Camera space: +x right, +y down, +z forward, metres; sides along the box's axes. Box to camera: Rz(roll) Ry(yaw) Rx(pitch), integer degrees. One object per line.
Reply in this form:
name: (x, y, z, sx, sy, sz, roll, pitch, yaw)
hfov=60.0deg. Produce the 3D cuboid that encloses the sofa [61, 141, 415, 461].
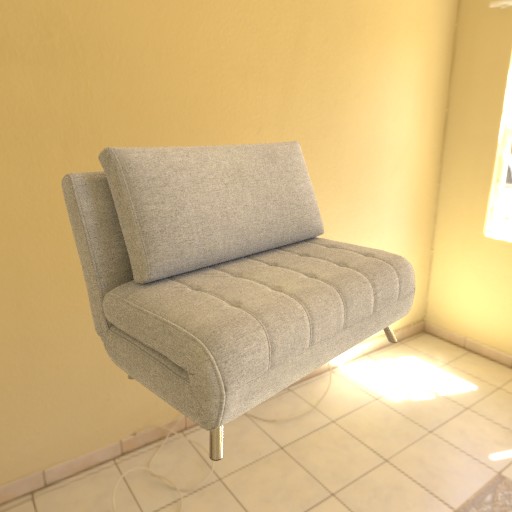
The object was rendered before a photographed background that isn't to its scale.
sofa: (0.000, 0.000, 1.872, 1.220, 0.910, 0.910, -16, 22, -43)
